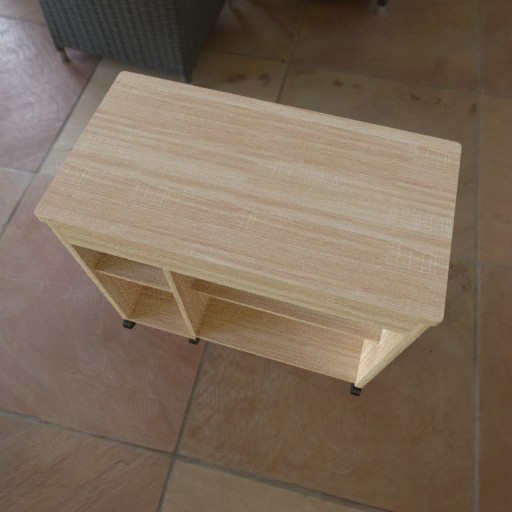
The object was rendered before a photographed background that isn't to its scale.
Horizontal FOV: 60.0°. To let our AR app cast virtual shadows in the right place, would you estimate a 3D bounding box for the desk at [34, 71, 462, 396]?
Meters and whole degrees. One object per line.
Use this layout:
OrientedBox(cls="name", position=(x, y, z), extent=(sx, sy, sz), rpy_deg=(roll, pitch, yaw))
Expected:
OrientedBox(cls="desk", position=(0.000, 0.000, 1.352), extent=(0.884, 0.770, 0.480), rpy_deg=(15, 64, 7))
